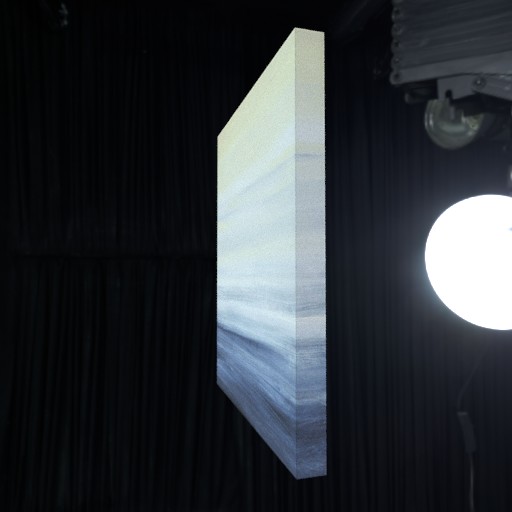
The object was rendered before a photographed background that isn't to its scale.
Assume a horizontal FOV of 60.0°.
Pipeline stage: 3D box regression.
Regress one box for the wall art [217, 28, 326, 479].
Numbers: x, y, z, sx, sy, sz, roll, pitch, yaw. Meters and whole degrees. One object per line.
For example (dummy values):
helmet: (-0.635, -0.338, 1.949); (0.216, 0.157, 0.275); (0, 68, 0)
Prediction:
wall art: (0.000, 0.000, 0.714); (0.037, 0.511, 0.435); (1, -2, -17)
